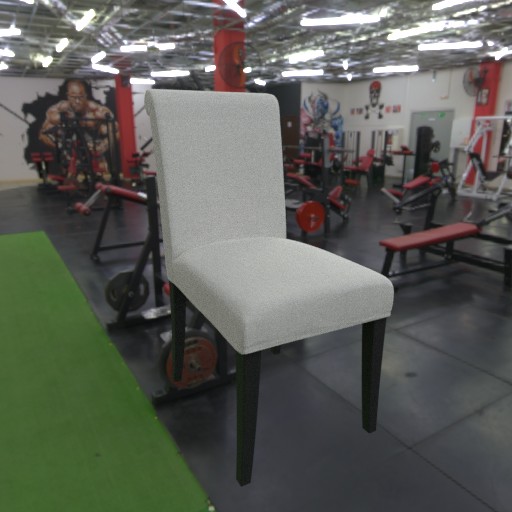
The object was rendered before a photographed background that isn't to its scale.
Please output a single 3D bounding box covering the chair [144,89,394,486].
[{"bbox_3d":[0.000,0.000,1.344,0.452,0.976,0.708,-9,18,-27],"label":"chair"}]
